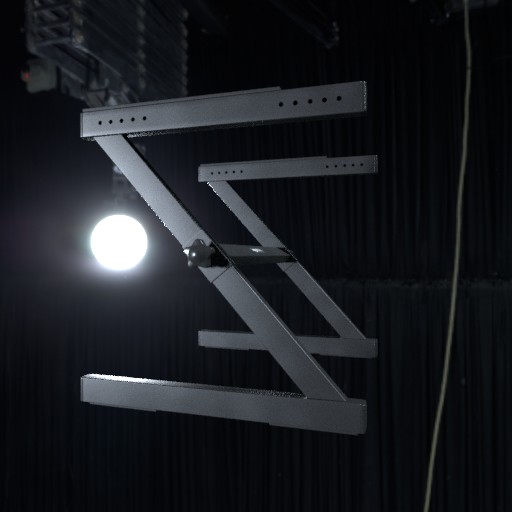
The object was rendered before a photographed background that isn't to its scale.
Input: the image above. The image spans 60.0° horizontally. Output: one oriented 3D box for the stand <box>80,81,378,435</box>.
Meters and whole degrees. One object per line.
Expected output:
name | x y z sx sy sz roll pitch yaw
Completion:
stand | 0.000 0.000 1.142 0.586 0.617 0.700 0 0 17
